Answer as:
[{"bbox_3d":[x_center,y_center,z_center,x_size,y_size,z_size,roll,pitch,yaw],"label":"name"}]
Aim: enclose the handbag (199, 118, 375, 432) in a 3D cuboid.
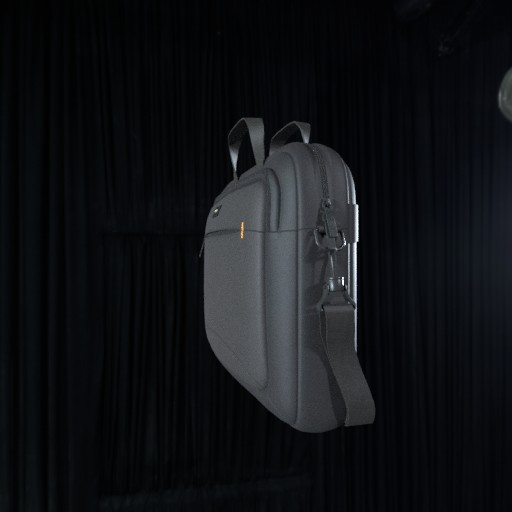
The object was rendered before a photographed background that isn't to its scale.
[{"bbox_3d":[0.000,0.000,0.579,0.126,0.330,0.429,0,1,-16],"label":"handbag"}]
